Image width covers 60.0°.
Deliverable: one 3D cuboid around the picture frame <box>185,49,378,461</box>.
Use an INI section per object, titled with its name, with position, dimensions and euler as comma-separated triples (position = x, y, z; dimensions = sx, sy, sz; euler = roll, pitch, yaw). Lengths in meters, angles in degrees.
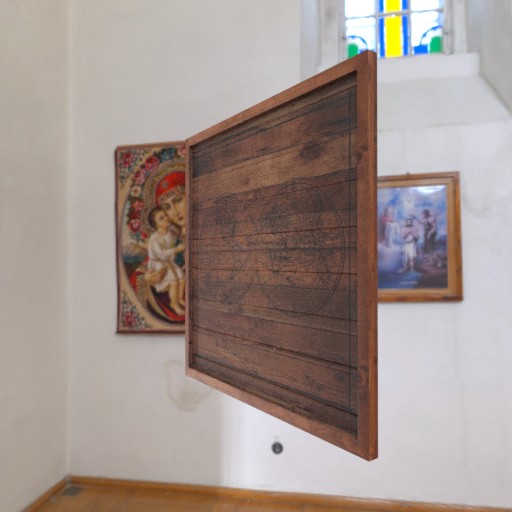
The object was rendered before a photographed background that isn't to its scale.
[picture frame]
position = 0.000, 0.000, 1.213
dimensions = 0.029, 0.817, 0.810
euler = 0, -1, -35
